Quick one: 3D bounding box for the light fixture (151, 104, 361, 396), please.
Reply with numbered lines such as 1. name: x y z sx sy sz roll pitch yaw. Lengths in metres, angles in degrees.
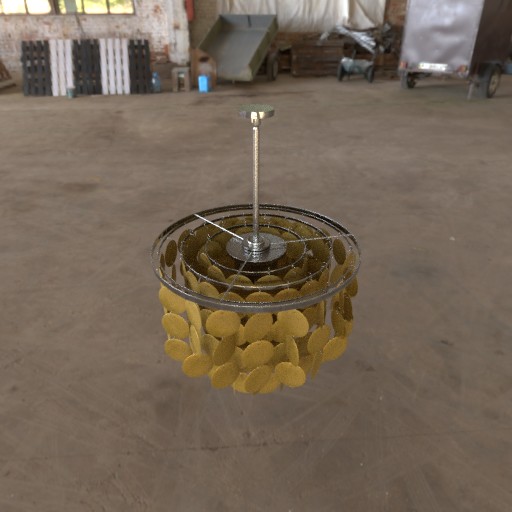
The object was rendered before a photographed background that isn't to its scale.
1. light fixture: 0.000 0.000 0.765 0.368 0.492 0.368 0 30 0
